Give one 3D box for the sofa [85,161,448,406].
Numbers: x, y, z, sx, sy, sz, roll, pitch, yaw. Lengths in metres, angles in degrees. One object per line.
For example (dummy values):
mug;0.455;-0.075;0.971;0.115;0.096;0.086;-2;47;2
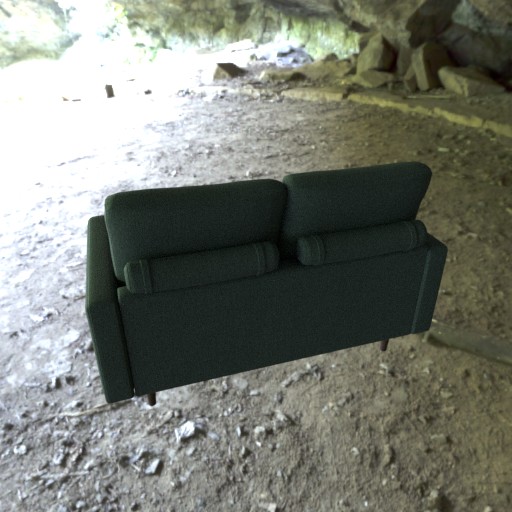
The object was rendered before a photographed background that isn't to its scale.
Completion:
sofa;0.000;0.000;1.986;1.407;0.907;0.842;-9;30;-16
